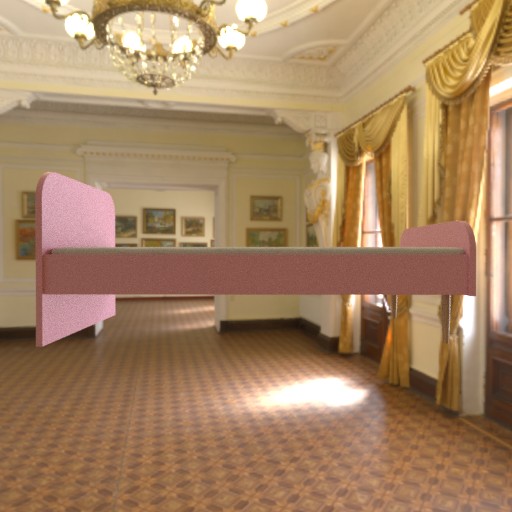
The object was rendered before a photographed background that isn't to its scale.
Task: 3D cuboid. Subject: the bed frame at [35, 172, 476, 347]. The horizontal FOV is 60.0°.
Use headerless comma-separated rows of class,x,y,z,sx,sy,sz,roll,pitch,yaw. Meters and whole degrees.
bed frame,0.000,0.000,2.473,1.963,0.805,0.998,0,1,1
